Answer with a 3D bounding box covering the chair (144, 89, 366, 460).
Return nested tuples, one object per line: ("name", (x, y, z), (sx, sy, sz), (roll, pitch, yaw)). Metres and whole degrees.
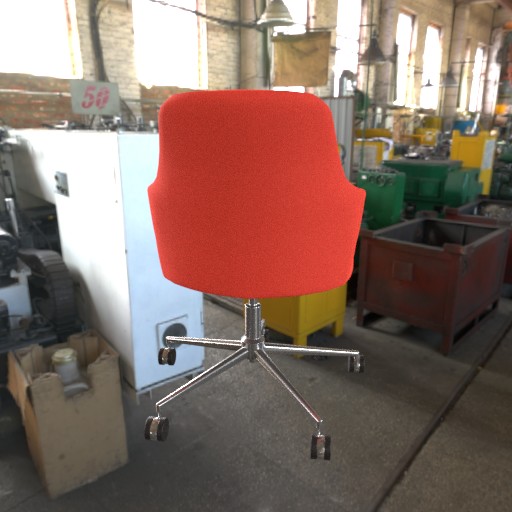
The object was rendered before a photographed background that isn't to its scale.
("chair", (0.000, 0.000, 1.216), (0.655, 0.820, 0.600), (2, 17, 7))
